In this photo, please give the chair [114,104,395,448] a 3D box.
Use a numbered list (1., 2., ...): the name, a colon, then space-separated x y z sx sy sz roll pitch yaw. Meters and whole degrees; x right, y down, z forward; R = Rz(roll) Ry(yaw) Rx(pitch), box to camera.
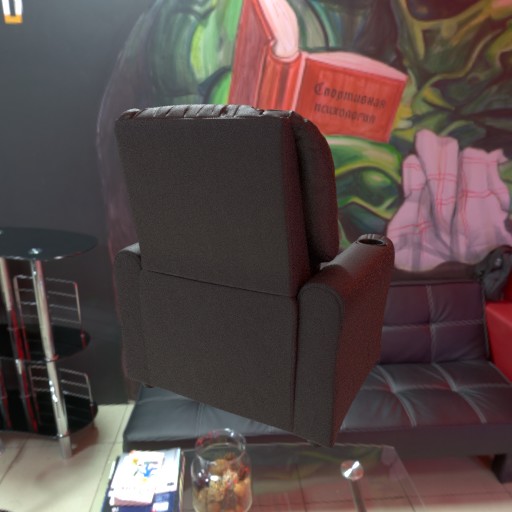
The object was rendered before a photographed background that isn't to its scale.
1. chair: 0.000 0.000 1.122 0.610 0.709 0.521 9 18 27
